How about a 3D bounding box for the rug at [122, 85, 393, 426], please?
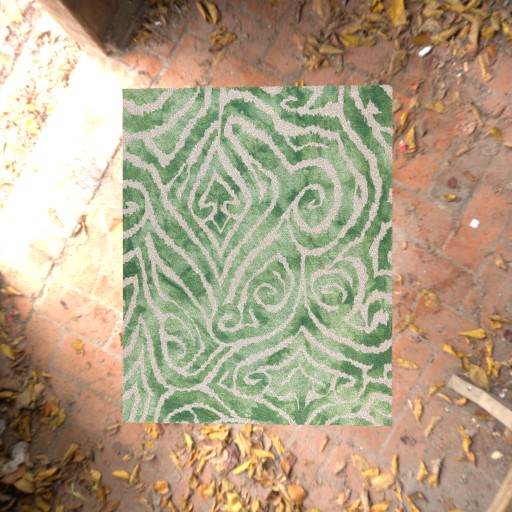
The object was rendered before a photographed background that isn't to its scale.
[{"bbox_3d":[0.000,0.000,4.004,2.436,0.007,3.045,0,90,2],"label":"rug"}]
